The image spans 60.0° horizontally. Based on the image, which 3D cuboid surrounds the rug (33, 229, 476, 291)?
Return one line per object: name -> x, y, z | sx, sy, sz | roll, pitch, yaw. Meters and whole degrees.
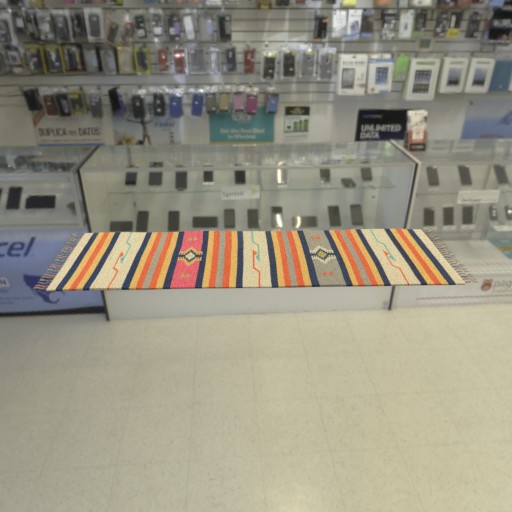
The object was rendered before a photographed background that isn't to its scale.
rug -> 0.000, 0.000, 2.721 | 2.455, 0.017, 0.695 | -1, 29, -1
